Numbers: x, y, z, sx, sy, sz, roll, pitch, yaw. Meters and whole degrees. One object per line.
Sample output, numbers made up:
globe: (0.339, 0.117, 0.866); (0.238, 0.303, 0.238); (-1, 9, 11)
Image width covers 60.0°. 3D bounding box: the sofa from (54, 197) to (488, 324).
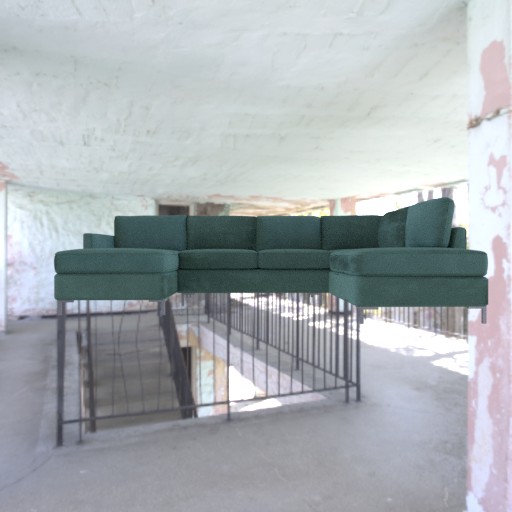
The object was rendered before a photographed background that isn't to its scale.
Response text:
sofa: (0.000, 0.000, 4.252); (3.434, 0.992, 2.055); (0, 0, -1)
